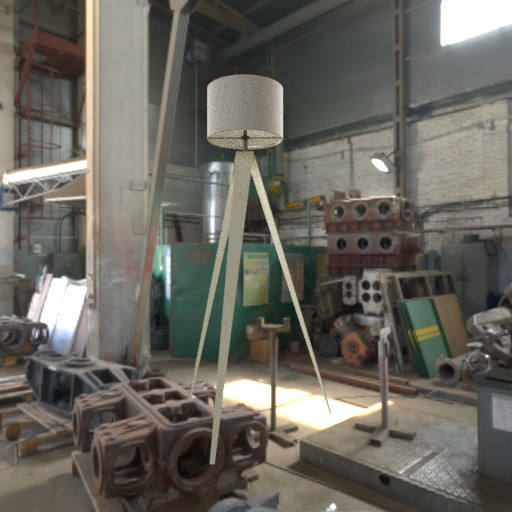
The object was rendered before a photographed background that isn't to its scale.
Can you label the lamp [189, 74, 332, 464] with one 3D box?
[{"bbox_3d":[0.000,0.000,1.977,0.724,1.524,0.716,0,0,1],"label":"lamp"}]
